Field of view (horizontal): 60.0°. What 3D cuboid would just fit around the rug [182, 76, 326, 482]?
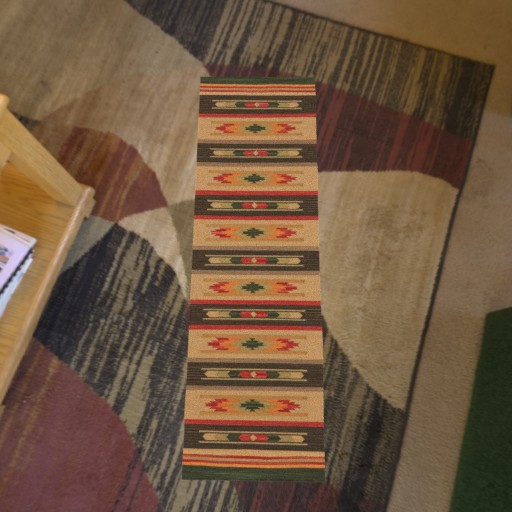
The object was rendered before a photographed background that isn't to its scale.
[{"bbox_3d":[0.000,0.000,2.626,0.760,0.009,2.440,0,76,0],"label":"rug"}]
